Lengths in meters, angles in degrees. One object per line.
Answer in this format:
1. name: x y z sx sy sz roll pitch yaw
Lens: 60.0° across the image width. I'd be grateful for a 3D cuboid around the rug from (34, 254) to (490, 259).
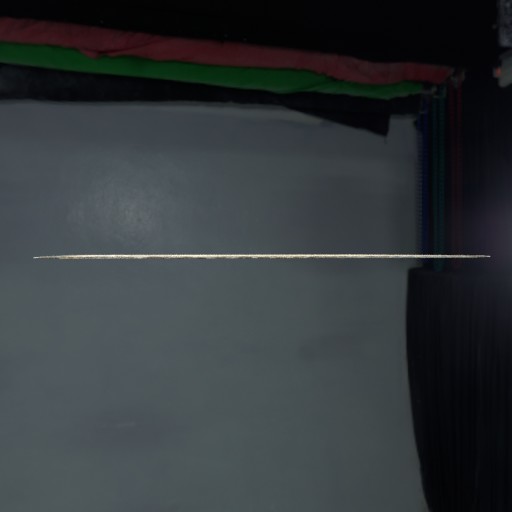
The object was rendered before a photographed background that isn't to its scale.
1. rug: 0.000 0.000 2.456 2.029 0.010 1.237 0 0 -17
